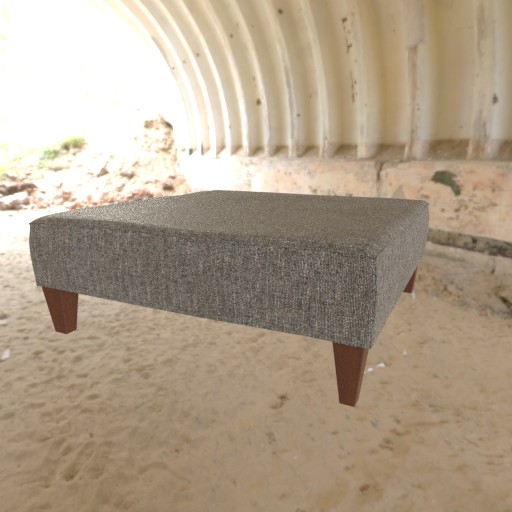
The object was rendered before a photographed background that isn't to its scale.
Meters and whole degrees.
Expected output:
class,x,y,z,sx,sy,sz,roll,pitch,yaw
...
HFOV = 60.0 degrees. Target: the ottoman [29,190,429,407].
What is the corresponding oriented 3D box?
class,x,y,z,sx,sy,sz,roll,pitch,yaw
ottoman,0.000,0.000,1.508,1.016,0.379,0.981,7,15,26
